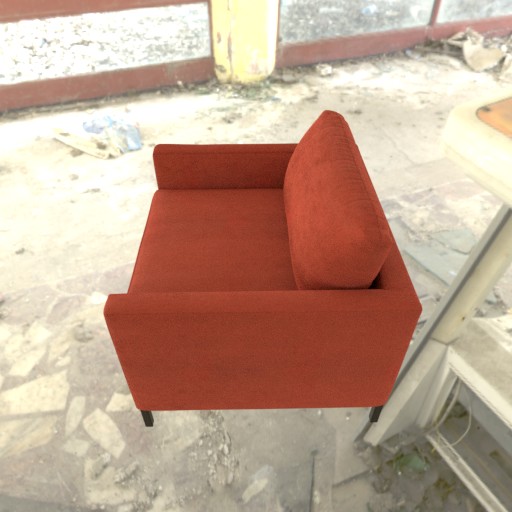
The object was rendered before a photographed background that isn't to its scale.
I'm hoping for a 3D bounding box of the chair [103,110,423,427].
[{"bbox_3d":[0.000,0.000,1.647,0.875,0.812,0.964,-1,42,-1],"label":"chair"}]
